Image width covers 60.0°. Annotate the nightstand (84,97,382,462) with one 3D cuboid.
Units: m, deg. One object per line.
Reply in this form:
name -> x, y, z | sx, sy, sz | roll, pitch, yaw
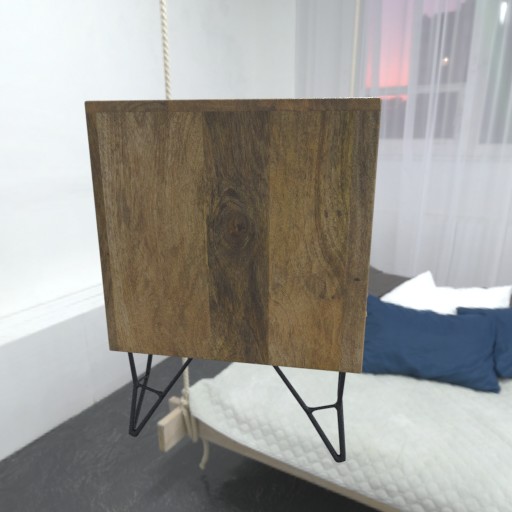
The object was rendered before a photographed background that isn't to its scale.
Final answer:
nightstand -> 0.000, 0.000, 0.876 | 0.406, 0.559, 0.457 | 3, 16, 10
